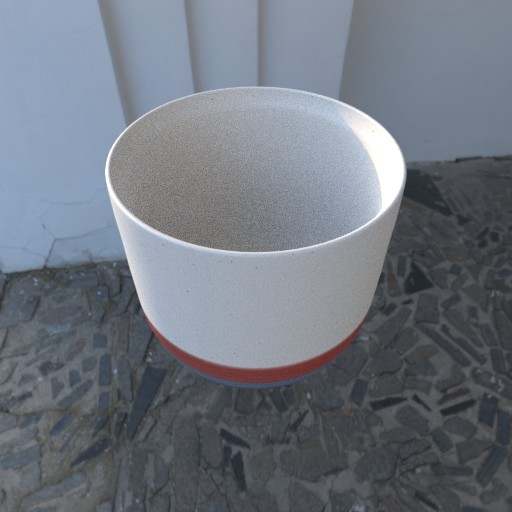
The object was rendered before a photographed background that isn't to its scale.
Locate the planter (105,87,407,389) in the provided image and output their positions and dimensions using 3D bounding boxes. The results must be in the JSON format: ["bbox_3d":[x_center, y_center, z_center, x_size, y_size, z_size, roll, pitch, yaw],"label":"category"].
[{"bbox_3d":[0.000,0.000,0.497,0.268,0.270,0.268,0,45,0],"label":"planter"}]
